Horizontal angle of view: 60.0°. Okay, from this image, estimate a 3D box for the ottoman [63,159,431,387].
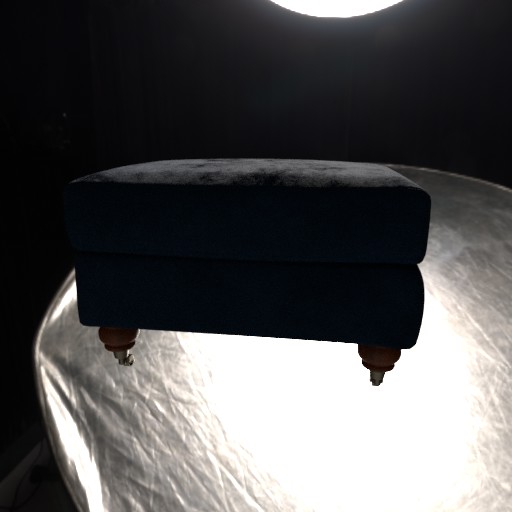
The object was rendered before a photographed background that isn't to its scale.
[{"bbox_3d":[0.000,0.000,1.183,0.773,0.503,0.572,2,15,9],"label":"ottoman"}]
